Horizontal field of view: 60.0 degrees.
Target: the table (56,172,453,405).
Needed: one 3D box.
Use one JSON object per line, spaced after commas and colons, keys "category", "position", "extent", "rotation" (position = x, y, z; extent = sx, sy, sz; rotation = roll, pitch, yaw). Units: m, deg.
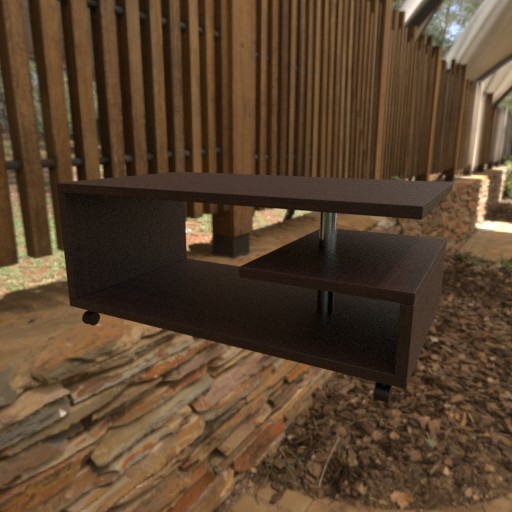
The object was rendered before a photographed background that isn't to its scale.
{"category": "table", "position": [0.000, 0.000, 1.402], "extent": [1.050, 0.460, 0.590], "rotation": [8, 16, 27]}
